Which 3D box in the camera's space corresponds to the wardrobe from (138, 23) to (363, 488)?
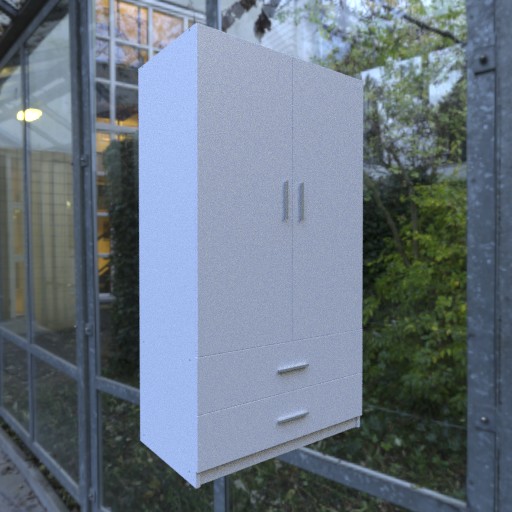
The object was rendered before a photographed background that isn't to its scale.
[{"bbox_3d":[0.000,0.000,2.228,0.991,1.808,0.577,-1,1,-37],"label":"wardrobe"}]
